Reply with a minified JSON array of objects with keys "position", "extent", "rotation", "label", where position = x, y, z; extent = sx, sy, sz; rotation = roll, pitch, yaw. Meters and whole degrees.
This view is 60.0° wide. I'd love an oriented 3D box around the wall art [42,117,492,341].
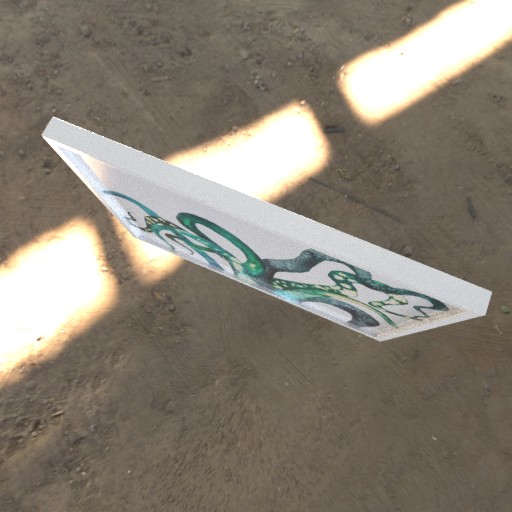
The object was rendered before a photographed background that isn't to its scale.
[{"position":[0.000,0.000,1.344],"extent":[1.041,0.787,0.053],"rotation":[22,76,6],"label":"wall art"}]
